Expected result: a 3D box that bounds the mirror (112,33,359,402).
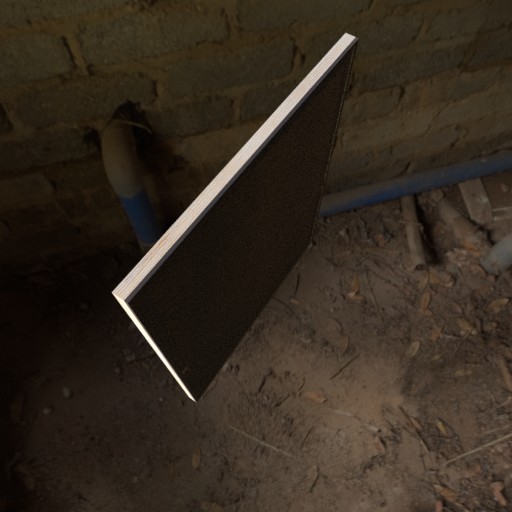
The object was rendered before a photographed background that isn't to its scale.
[{"bbox_3d":[0.000,0.000,1.200,0.032,0.882,0.730,31,67,15],"label":"mirror"}]
